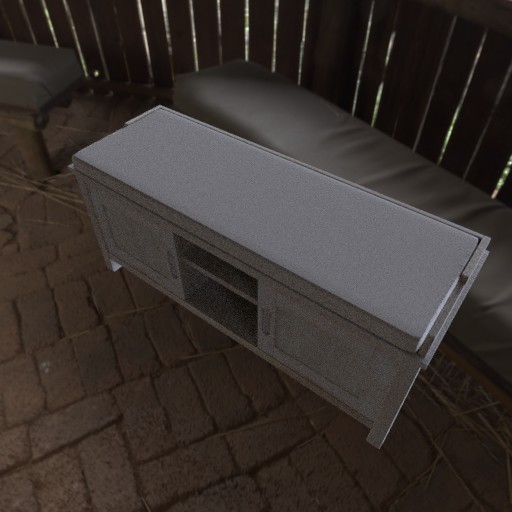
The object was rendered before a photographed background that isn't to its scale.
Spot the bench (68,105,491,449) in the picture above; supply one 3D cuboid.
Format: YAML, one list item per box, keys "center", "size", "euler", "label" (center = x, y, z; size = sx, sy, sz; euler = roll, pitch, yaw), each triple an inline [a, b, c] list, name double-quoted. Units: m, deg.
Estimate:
- center: [0.000, 0.000, 1.365]
  size: [1.140, 0.501, 0.398]
  euler: [28, 52, 25]
  label: "bench"
